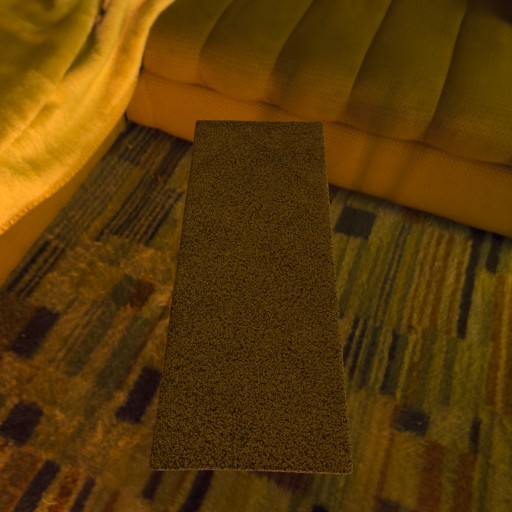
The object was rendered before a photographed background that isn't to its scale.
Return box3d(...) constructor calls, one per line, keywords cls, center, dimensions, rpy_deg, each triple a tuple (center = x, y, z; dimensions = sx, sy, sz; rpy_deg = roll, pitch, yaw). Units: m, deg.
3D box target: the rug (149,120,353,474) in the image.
box3d(cls="rug", center=(0.000, 0.000, 1.725), dimensions=(0.609, 0.030, 1.524), rpy_deg=(1, 58, 1))
